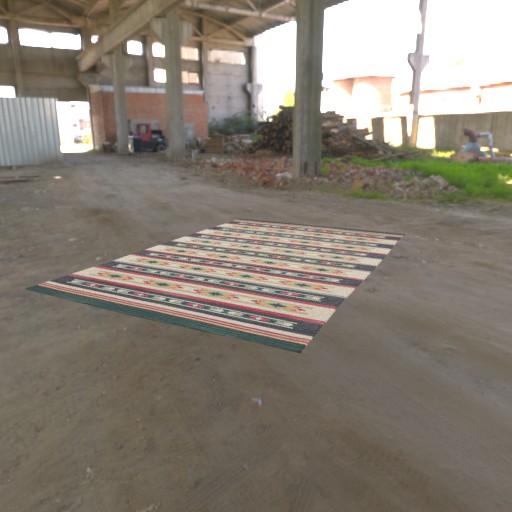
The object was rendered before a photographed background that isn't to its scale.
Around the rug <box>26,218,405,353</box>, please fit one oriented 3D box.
[{"bbox_3d":[0.000,0.000,2.341,1.221,0.009,1.825,8,17,26],"label":"rug"}]
